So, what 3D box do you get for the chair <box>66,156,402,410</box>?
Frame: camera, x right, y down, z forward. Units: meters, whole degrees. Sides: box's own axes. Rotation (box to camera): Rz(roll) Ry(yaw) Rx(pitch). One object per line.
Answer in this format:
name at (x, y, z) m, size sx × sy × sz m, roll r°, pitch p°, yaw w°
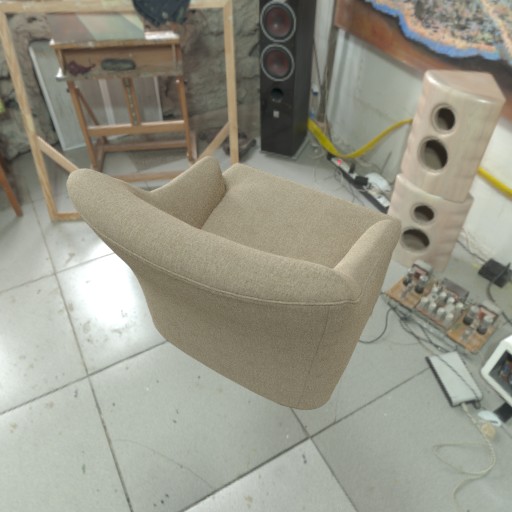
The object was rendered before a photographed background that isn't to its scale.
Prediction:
chair at (0.000, 0.000, 1.553) m, size 0.864 × 0.856 × 0.923 m, roll 24°, pitch 50°, yaw 21°
